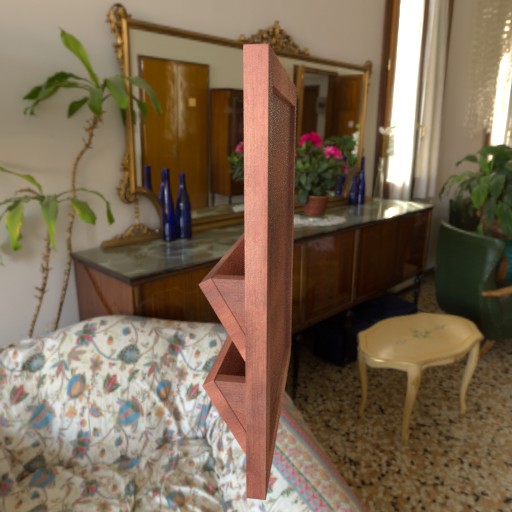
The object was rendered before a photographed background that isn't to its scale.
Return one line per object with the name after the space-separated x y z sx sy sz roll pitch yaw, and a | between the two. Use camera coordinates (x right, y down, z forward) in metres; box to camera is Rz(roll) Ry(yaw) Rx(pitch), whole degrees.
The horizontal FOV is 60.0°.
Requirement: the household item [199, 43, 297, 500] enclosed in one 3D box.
0.000 0.000 0.530 0.067 0.407 0.310 2 15 9 | household item
